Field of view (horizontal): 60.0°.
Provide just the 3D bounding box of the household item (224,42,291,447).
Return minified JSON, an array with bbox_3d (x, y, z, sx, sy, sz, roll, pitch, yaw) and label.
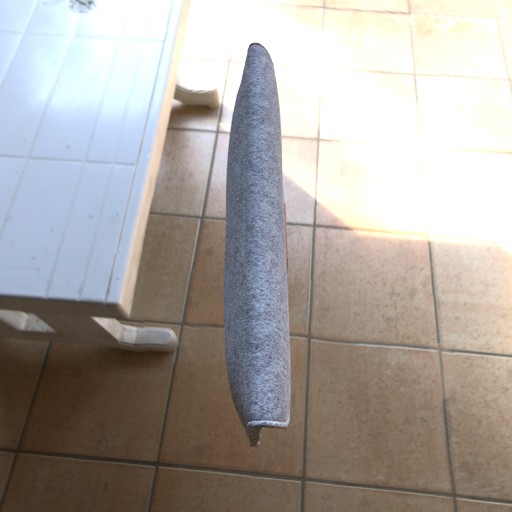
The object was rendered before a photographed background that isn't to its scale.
[{"bbox_3d":[0.000,0.000,0.436,0.057,0.221,0.335,-1,64,0],"label":"household item"}]
